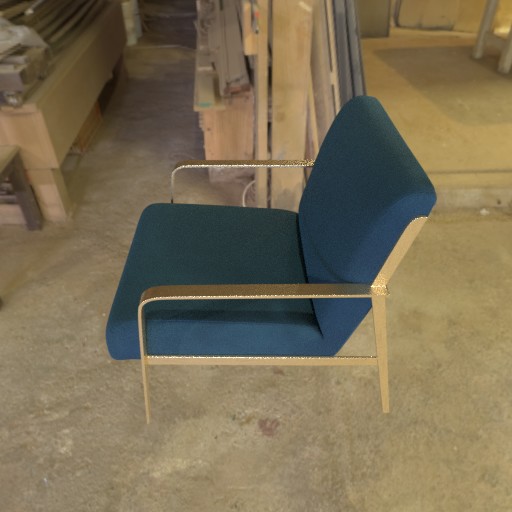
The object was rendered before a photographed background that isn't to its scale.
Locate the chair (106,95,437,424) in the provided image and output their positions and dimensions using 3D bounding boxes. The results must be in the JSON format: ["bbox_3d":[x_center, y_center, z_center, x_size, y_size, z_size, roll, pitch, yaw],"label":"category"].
[{"bbox_3d":[0.000,0.000,1.424,0.859,0.831,0.692,-1,40,-1],"label":"chair"}]
